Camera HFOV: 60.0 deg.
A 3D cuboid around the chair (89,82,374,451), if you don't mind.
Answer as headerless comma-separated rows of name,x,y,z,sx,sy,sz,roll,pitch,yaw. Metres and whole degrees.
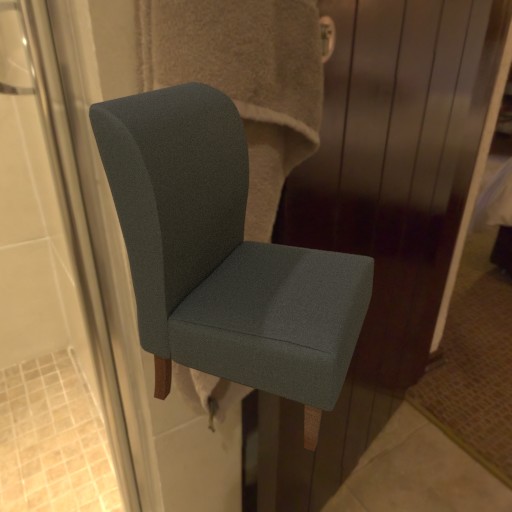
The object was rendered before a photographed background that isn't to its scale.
chair,0.000,0.000,1.181,0.592,0.804,0.513,10,29,18
